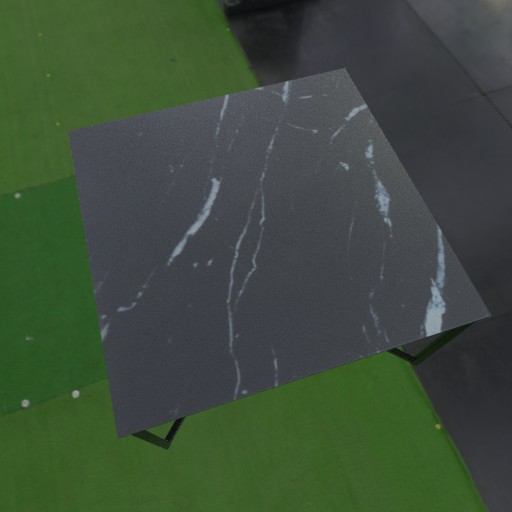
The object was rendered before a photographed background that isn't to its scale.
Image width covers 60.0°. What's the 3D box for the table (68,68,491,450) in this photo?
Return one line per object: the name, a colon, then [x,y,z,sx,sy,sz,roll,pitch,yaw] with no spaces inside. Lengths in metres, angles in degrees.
table: [0.000,0.000,1.264,0.800,0.450,0.800,-16,64,-8]
